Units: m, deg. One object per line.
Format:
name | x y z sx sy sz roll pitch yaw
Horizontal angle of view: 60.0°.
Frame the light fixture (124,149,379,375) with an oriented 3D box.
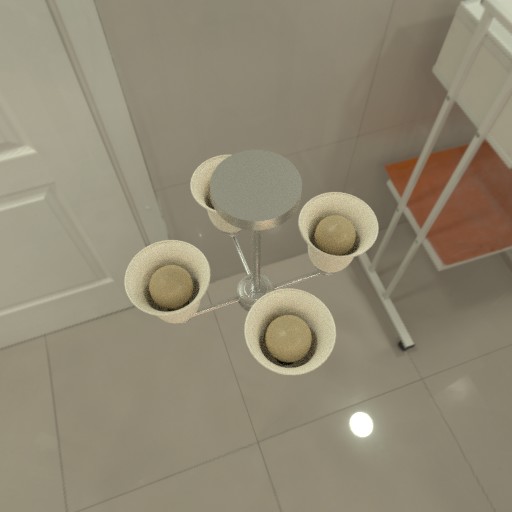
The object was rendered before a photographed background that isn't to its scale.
light fixture | 0.000 0.000 0.737 0.427 0.370 0.427 -17 61 -10
